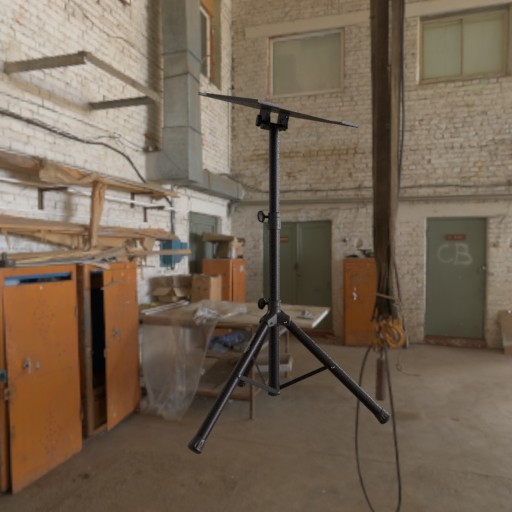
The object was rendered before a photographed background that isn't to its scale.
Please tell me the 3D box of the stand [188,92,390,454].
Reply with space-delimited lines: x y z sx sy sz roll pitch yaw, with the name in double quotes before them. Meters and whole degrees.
"stand" 0.000 0.000 1.643 0.702 1.198 0.702 -1 1 -37
